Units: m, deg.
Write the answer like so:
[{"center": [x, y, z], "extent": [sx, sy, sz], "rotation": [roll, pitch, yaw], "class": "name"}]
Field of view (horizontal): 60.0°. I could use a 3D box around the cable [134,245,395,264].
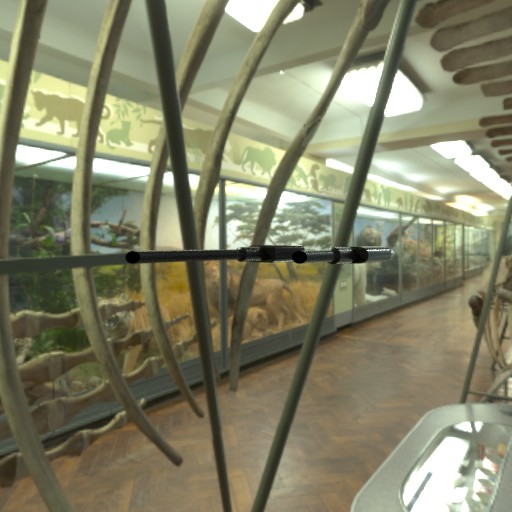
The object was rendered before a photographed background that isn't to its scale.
[{"center": [0.000, 0.000, 0.112], "extent": [0.040, 0.006, 0.098], "rotation": [1, 2, 35], "class": "cable"}]
